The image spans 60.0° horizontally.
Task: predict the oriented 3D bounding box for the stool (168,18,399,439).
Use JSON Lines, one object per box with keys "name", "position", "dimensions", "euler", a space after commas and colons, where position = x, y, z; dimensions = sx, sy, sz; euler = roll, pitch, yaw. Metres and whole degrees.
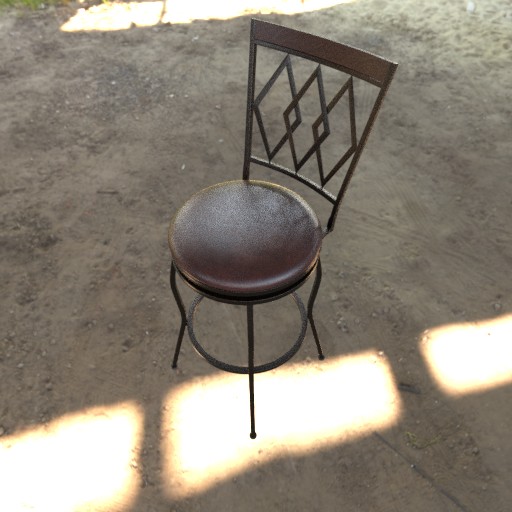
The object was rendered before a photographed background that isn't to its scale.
{"name": "stool", "position": [0.000, 0.000, 1.339], "dimensions": [0.432, 1.134, 0.521], "euler": [32, 55, 27]}
